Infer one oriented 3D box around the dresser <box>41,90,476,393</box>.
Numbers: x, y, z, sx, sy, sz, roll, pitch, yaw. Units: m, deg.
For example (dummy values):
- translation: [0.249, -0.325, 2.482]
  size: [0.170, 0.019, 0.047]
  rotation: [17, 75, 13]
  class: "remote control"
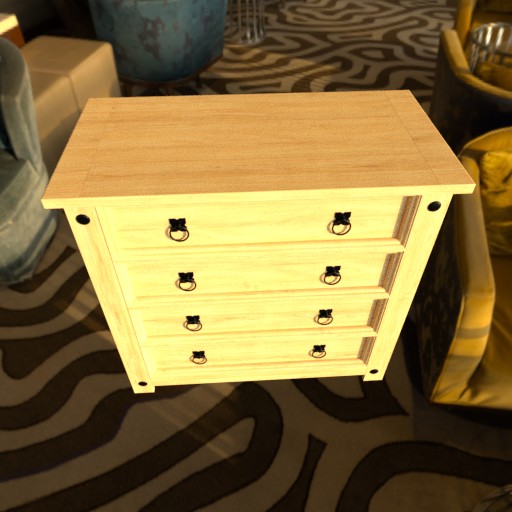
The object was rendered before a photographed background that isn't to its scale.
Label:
- translation: [0.000, 0.000, 1.213]
  size: [0.800, 0.730, 0.410]
  rotation: [-2, 44, -2]
  class: "dresser"
